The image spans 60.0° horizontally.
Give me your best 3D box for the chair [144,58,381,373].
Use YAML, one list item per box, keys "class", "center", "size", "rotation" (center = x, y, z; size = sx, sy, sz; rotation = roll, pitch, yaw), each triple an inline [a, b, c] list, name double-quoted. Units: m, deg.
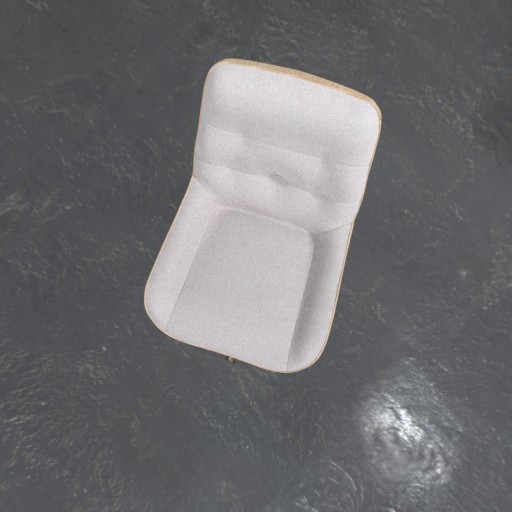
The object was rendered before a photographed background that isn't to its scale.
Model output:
- class: "chair"
  center: [0.000, 0.000, 1.359]
  size: [0.564, 0.952, 0.668]
  rotation: [17, 77, 4]
